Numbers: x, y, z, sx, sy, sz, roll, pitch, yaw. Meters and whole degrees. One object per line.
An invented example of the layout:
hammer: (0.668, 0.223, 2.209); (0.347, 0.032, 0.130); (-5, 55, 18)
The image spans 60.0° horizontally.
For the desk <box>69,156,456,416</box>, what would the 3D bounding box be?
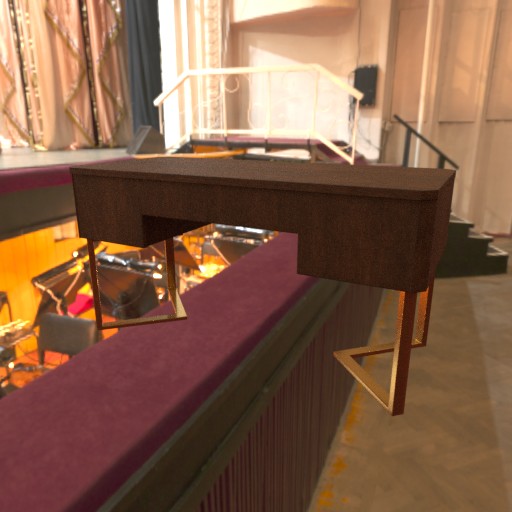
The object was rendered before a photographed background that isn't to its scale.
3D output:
desk: (0.000, 0.000, 1.941); (1.479, 0.762, 0.684); (9, 19, 27)
